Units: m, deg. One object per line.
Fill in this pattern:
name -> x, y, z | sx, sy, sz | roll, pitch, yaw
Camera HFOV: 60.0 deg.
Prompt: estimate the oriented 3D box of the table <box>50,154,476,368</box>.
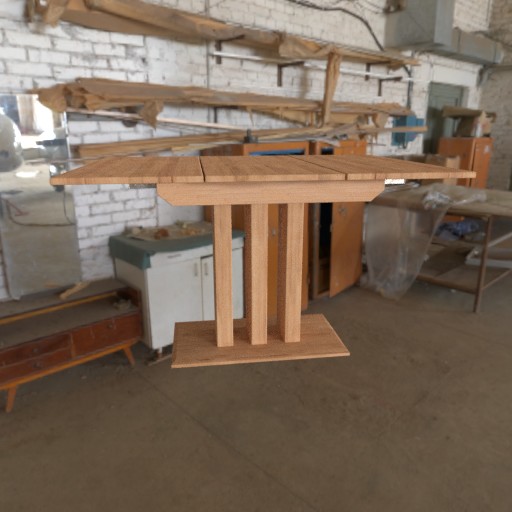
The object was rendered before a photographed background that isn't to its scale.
table -> 0.000, 0.000, 1.867 | 1.300, 0.770, 0.900 | -2, 16, -8
